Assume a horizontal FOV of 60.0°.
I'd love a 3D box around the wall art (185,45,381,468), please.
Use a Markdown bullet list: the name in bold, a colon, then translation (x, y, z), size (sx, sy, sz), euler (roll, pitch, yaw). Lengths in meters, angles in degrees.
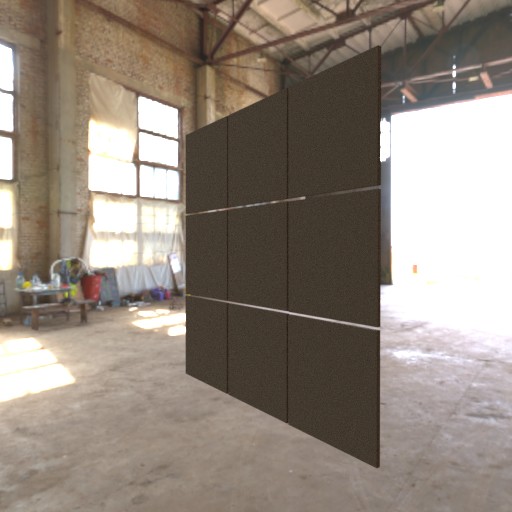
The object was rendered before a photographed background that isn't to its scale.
- **wall art**: translation (0.000, 0.000, 1.770), size (0.013, 1.216, 1.216), euler (0, 1, -36)
